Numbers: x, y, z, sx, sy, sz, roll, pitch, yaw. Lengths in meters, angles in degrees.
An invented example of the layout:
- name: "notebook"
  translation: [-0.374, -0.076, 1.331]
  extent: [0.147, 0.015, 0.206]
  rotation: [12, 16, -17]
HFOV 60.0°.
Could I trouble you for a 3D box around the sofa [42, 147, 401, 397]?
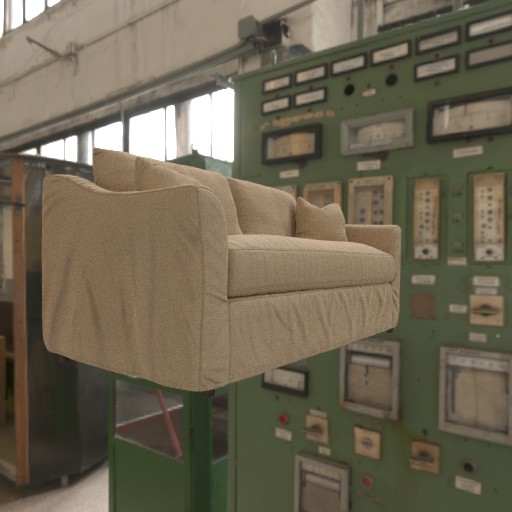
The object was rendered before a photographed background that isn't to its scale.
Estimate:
- name: "sofa"
  translation: [0.000, 0.000, 2.565]
  extent: [1.072, 1.018, 2.010]
  rotation: [-1, -1, 37]
